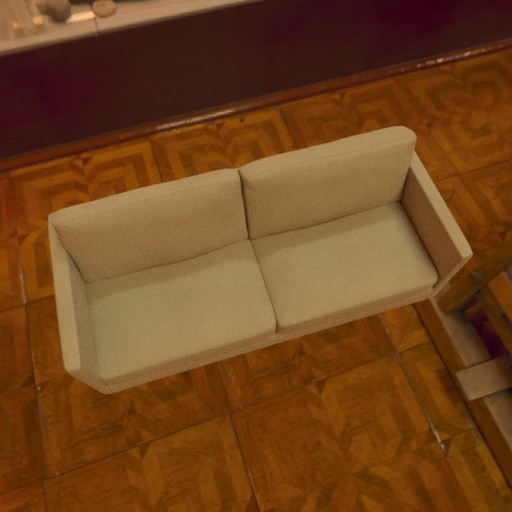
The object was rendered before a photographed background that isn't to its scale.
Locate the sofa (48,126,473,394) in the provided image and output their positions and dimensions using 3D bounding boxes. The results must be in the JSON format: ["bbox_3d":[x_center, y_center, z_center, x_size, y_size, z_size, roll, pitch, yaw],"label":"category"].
[{"bbox_3d":[0.000,0.000,2.633,2.181,0.932,0.948,-15,65,-7],"label":"sofa"}]
